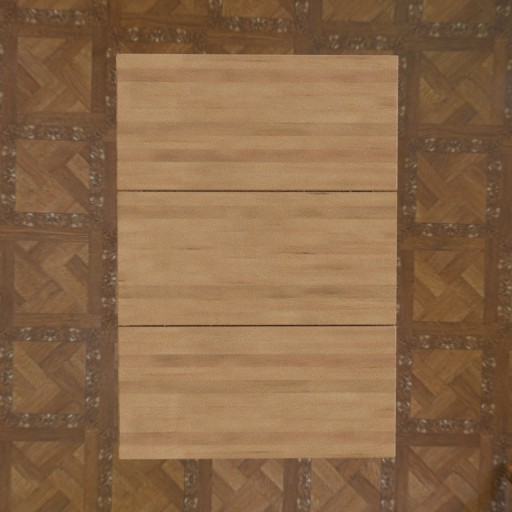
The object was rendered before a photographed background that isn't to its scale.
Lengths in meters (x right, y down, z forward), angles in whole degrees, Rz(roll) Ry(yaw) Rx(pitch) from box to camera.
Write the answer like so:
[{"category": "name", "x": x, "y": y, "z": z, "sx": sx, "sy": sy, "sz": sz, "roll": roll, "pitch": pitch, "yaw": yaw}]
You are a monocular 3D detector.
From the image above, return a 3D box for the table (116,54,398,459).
[{"category": "table", "x": 0.000, "y": 0.000, "z": 1.809, "sx": 0.900, "sy": 0.770, "sz": 1.300, "roll": 0, "pitch": 91, "yaw": -1}]
